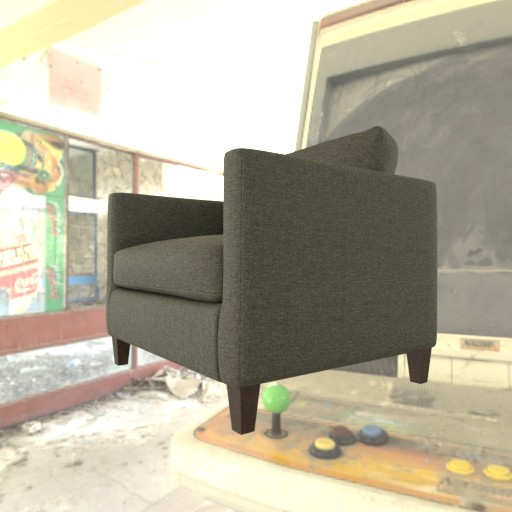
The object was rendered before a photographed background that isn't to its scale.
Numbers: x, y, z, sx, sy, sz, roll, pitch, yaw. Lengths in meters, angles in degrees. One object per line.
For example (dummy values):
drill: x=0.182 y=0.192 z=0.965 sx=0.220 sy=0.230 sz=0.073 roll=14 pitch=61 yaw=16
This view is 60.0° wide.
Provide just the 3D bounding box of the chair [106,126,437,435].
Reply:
chair: x=0.000 y=0.000 z=1.839 sx=0.959 sy=0.963 sz=1.107 roll=0 pitch=-1 yaw=-36
